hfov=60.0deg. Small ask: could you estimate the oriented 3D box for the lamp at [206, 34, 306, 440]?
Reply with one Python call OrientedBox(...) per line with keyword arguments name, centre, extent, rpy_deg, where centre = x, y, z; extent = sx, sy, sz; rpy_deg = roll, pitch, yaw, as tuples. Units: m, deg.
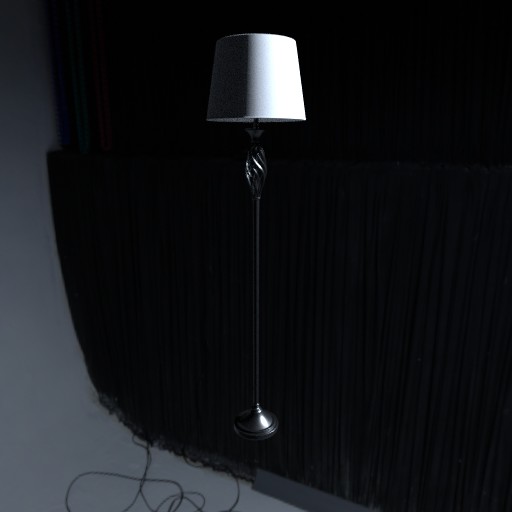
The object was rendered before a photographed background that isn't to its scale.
OrientedBox(name="lamp", centre=(0.000, 0.000, 1.839), extent=(0.379, 1.623, 0.379), rpy_deg=(0, 15, 0))
